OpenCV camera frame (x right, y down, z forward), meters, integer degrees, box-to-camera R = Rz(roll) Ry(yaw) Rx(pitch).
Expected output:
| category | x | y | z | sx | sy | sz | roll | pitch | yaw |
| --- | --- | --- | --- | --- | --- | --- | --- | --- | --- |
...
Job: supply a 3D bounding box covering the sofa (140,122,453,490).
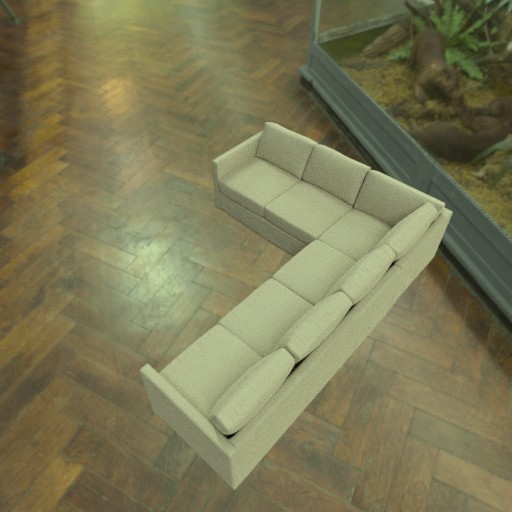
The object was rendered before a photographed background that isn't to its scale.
| category | x | y | z | sx | sy | sz | roll | pitch | yaw |
| --- | --- | --- | --- | --- | --- | --- | --- | --- | --- |
| sofa | 0.000 | 0.000 | 4.307 | 2.432 | 0.871 | 3.182 | 33 | 55 | 28 |
